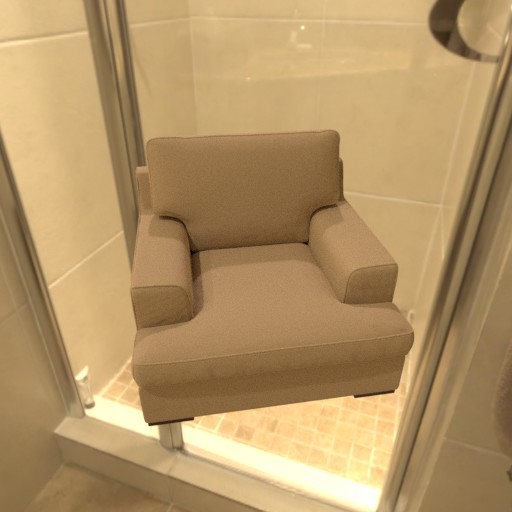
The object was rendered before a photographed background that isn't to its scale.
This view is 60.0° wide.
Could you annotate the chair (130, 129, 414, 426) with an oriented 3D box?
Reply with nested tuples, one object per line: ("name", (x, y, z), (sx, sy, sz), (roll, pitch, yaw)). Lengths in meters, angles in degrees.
("chair", (0.000, 0.000, 2.180), (1.293, 1.005, 1.274), (-9, 33, -14))
